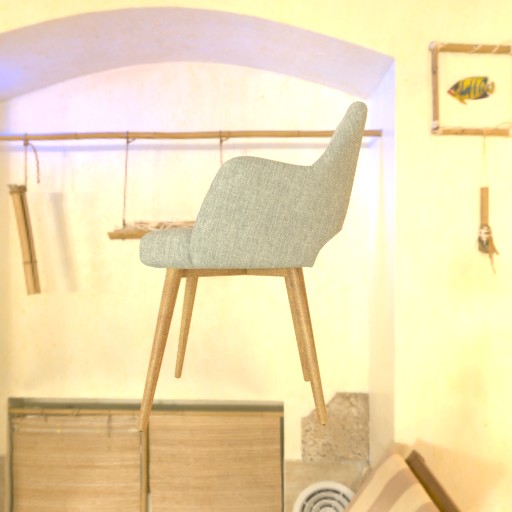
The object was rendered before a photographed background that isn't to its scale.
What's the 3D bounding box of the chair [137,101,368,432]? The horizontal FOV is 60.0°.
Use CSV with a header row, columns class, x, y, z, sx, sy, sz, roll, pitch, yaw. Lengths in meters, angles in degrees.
class,x,y,z,sx,sy,sz,roll,pitch,yaw
chair,0.000,0.000,1.287,0.610,0.840,0.590,0,0,1
